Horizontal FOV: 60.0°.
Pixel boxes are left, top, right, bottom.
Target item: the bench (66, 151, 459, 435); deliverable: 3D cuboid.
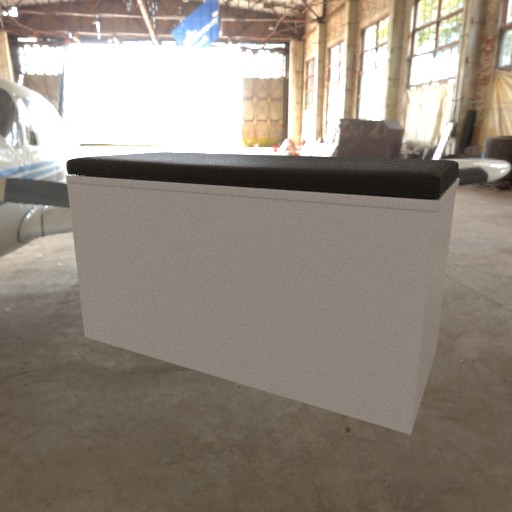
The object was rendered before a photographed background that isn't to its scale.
[{"bbox_3d":[0.000,0.000,1.158,0.899,0.500,0.401,8,18,27],"label":"bench"}]
